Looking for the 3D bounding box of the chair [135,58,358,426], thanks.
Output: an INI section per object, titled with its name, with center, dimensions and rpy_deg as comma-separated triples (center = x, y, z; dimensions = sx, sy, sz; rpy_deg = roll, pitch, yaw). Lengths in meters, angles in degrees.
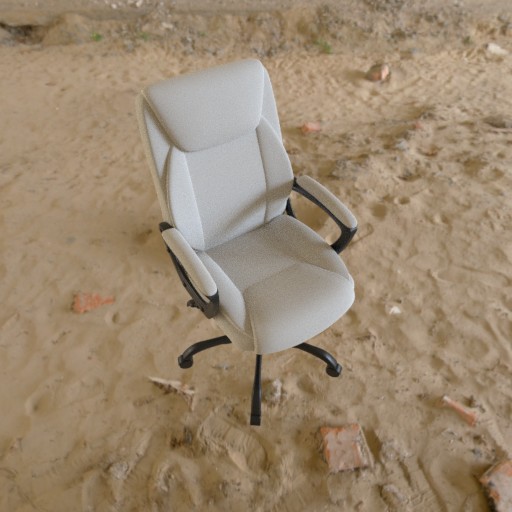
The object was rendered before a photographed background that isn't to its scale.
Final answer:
[chair]
center = 0.000, 0.000, 1.503
dimensions = 0.663, 1.065, 0.669
rpy_deg = -25, 51, -22
